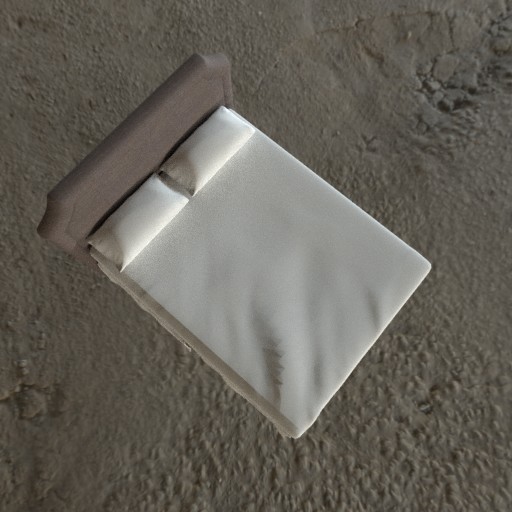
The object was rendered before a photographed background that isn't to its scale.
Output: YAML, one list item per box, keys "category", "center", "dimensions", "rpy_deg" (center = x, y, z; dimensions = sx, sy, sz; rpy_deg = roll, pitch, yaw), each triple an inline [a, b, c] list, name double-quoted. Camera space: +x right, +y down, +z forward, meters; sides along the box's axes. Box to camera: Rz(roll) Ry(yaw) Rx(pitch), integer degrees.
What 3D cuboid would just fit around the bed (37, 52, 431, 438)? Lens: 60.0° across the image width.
- category: "bed"
  center: [0.000, 0.000, 3.103]
  dimensions: [2.116, 1.290, 1.693]
  rpy_deg: [40, 79, 9]
